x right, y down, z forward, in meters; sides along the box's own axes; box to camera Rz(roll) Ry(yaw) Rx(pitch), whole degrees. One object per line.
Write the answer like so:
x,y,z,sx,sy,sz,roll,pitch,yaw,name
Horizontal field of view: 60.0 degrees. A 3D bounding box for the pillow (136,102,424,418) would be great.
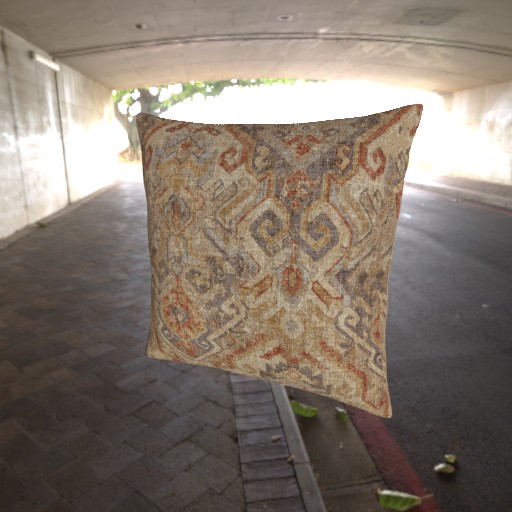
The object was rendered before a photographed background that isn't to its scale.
0.000,0.000,0.796,0.523,0.506,0.166,7,16,25,pillow
